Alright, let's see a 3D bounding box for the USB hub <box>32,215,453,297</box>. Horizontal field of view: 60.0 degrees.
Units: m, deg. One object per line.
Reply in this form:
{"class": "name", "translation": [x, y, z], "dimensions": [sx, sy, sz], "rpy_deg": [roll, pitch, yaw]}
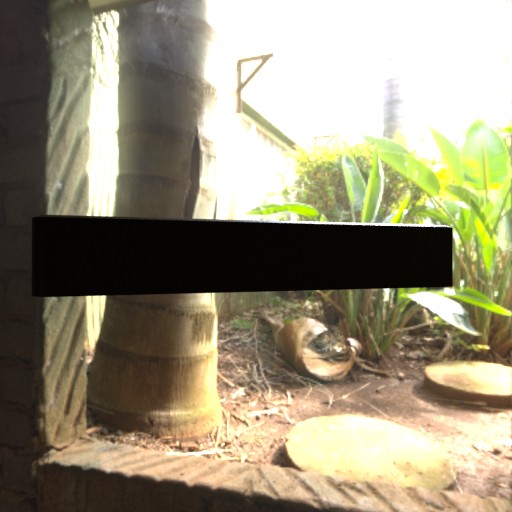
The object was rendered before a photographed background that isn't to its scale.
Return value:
{"class": "USB hub", "translation": [0.000, 0.000, 0.165], "dimensions": [0.145, 0.023, 0.044], "rpy_deg": [0, 0, -18]}
